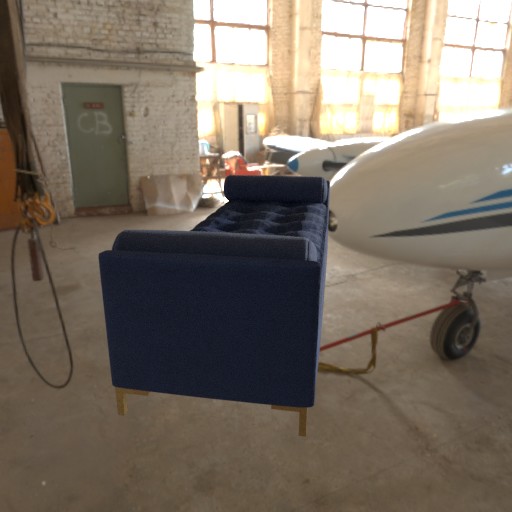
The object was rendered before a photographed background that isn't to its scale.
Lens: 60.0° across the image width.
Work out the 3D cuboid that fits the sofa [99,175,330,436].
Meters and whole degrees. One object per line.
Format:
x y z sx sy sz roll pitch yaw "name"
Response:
0.000 0.000 2.535 0.796 0.705 2.102 3 18 10 "sofa"
